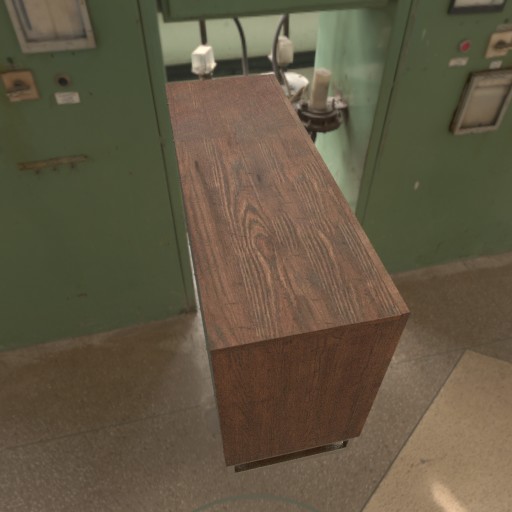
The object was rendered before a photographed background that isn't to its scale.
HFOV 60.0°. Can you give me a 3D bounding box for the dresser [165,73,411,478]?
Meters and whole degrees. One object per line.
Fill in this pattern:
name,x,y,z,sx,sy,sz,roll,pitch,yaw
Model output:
dresser,0.000,0.000,2.184,0.623,1.061,1.646,-9,47,-9
